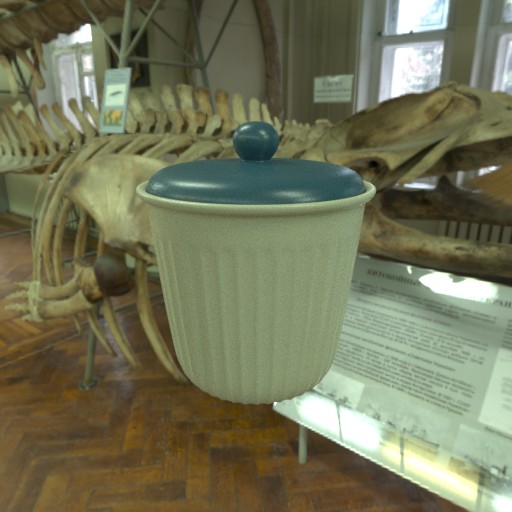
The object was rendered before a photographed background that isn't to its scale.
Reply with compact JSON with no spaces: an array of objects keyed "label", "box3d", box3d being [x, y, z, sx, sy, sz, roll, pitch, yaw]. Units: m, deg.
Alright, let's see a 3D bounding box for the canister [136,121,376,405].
[{"label":"canister","box3d":[0.000,0.000,0.362,0.181,0.211,0.181,0,18,0]}]
